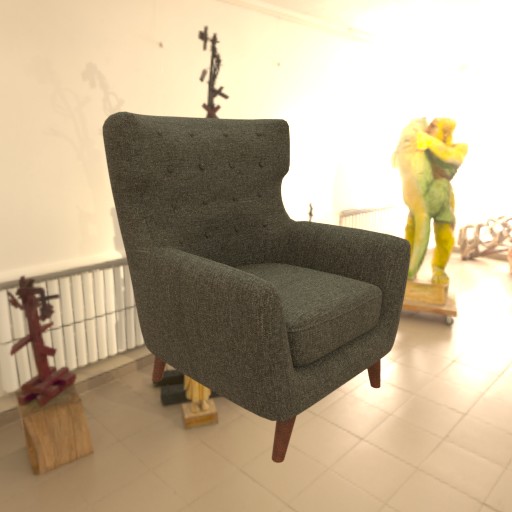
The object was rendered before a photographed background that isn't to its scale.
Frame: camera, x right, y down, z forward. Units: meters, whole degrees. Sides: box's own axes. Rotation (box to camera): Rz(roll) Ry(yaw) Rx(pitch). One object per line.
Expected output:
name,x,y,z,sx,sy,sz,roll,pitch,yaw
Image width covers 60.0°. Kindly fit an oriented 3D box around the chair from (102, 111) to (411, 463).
chair,0.000,0.000,1.732,0.904,1.063,0.878,14,20,43
